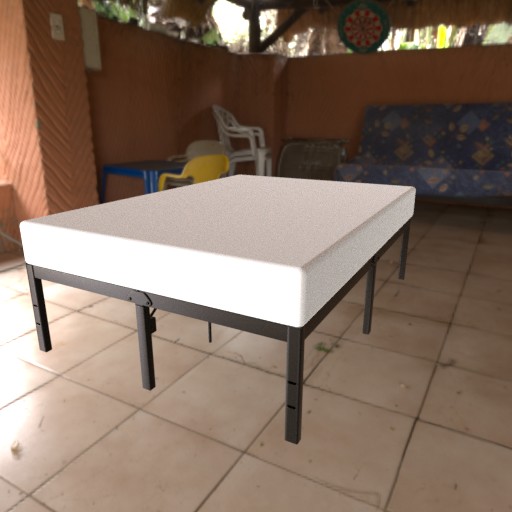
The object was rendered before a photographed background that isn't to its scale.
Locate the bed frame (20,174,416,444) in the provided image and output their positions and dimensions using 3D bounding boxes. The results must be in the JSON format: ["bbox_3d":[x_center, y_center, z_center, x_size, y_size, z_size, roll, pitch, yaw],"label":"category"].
[{"bbox_3d":[0.000,0.000,2.599,1.408,0.659,1.956,9,20,27],"label":"bed frame"}]
